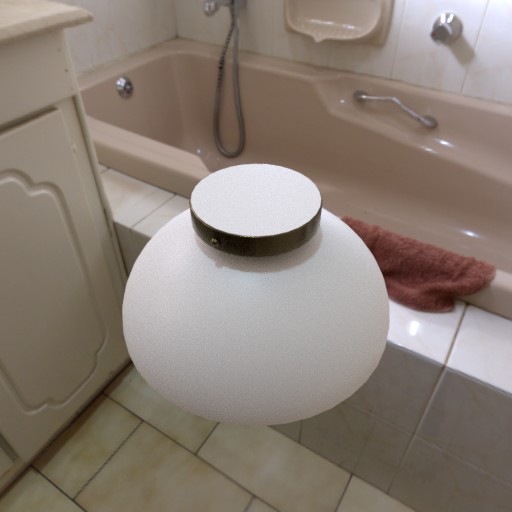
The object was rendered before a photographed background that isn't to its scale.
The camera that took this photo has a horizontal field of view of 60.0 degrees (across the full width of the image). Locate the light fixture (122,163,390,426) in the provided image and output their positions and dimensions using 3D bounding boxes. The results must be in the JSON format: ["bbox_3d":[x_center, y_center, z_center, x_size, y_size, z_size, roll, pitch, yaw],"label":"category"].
[{"bbox_3d":[0.000,0.000,0.552,0.355,0.177,0.355,0,41,0],"label":"light fixture"}]
